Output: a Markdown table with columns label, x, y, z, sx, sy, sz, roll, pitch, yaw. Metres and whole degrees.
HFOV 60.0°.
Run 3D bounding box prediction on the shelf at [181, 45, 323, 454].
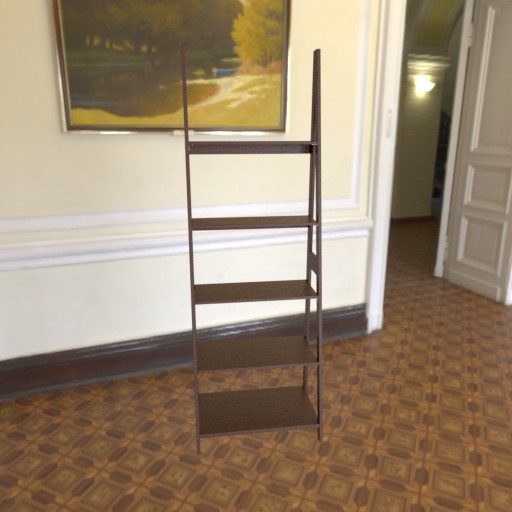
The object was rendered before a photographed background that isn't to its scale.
| label | x | y | z | sx | sy | sz | roll | pitch | yaw |
| --- | --- | --- | --- | --- | --- | --- | --- | --- | --- |
| shelf | 0.000 | 0.000 | 2.002 | 0.600 | 1.770 | 0.350 | -2 | 16 | -8 |
